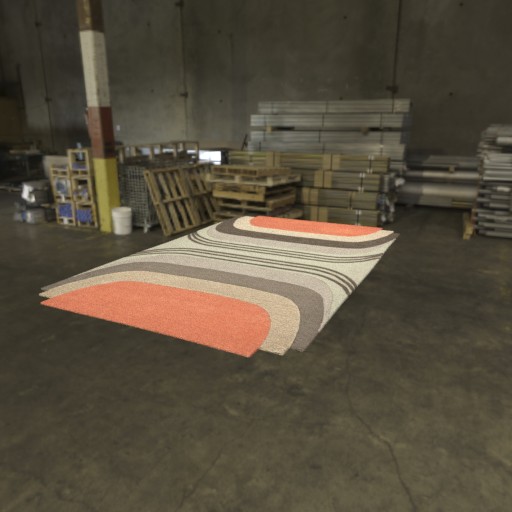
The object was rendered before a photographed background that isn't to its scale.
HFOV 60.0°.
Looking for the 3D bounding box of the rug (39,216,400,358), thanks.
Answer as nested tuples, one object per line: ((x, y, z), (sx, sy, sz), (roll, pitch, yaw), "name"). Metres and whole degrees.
((0.000, 0.000, 3.000), (1.530, 0.017, 2.446), (8, 18, 26), "rug")
